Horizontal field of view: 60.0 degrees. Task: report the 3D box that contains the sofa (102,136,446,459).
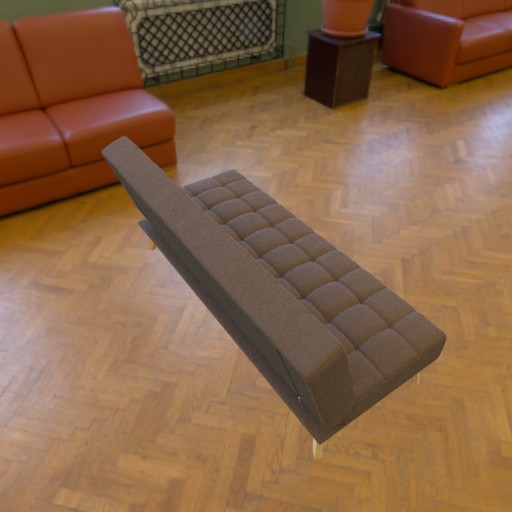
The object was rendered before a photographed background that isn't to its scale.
[{"bbox_3d":[0.000,0.000,2.310,0.860,0.810,1.800,-25,47,-25],"label":"sofa"}]
